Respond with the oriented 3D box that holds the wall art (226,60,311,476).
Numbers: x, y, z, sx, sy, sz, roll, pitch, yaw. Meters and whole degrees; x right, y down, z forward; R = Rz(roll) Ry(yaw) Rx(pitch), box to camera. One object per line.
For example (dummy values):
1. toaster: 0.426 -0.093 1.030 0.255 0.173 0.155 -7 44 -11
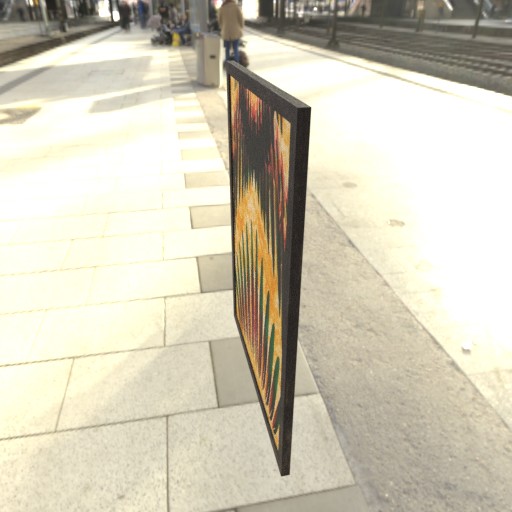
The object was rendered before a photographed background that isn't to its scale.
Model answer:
1. wall art: 0.000 0.000 1.413 0.029 1.066 0.812 -6 30 -11
